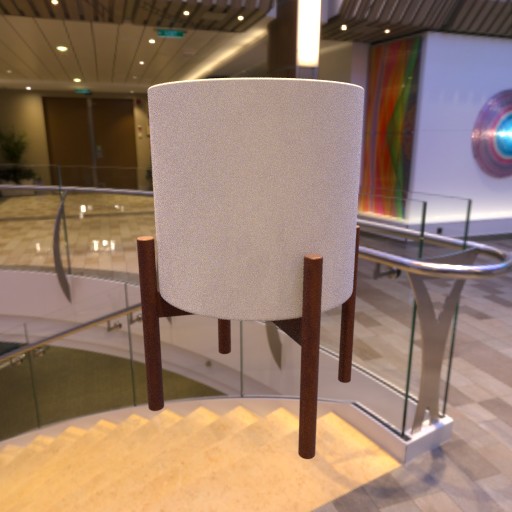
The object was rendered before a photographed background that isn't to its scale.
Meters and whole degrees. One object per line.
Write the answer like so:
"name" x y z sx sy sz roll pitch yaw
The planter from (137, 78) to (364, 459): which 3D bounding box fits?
"planter" 0.000 0.000 0.961 0.417 0.670 0.417 7 16 25
